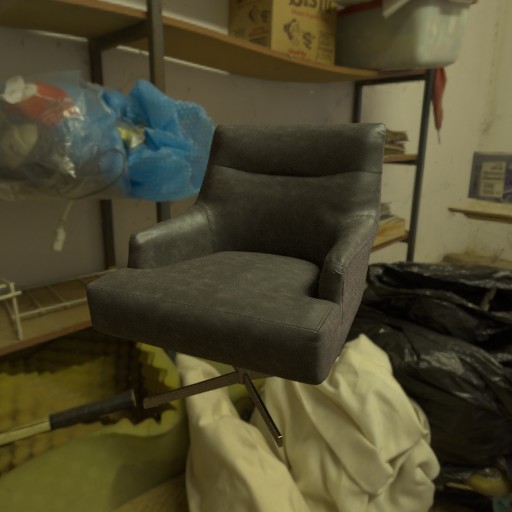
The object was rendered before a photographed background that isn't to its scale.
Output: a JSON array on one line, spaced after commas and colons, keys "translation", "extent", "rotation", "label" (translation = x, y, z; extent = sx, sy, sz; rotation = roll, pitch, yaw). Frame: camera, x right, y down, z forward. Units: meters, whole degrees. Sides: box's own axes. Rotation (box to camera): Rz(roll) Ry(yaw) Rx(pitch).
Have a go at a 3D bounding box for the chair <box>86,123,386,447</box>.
[{"translation": [0.000, 0.000, 1.495], "extent": [0.738, 0.870, 0.874], "rotation": [7, 17, 25], "label": "chair"}]
